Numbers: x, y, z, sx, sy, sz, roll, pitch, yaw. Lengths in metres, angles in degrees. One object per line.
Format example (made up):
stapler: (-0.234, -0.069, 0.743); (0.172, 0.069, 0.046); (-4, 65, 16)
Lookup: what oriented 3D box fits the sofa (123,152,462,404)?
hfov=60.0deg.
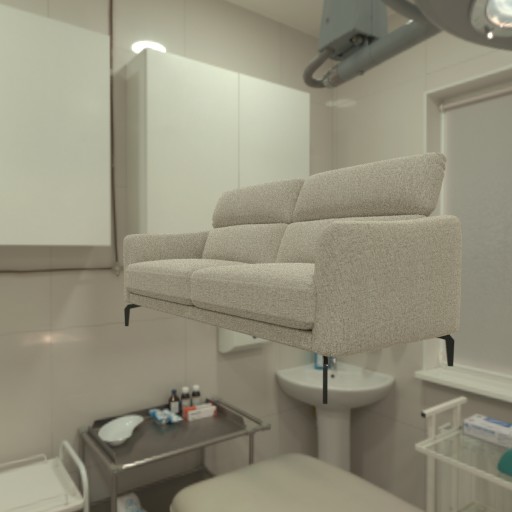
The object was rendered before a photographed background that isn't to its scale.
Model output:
sofa: (0.000, 0.000, 2.455); (0.856, 0.956, 2.015); (-1, 1, -37)
